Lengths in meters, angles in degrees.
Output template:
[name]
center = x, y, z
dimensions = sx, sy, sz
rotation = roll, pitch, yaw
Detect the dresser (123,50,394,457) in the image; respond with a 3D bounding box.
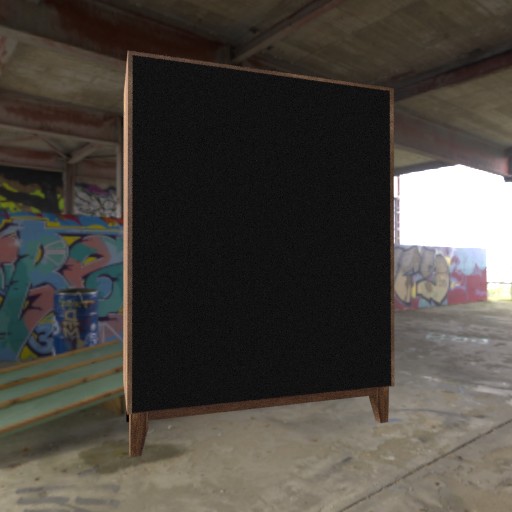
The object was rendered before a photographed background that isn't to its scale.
[dresser]
center = 0.000, 0.000, 1.876
dimensions = 1.062, 1.393, 0.442
rotation = 0, 0, -18
